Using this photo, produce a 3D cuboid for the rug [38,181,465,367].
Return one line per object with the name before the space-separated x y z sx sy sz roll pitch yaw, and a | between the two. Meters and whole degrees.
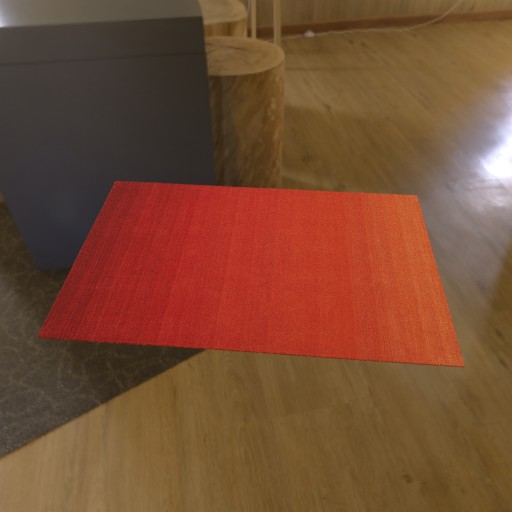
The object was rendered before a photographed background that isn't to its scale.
rug | 0.000 0.000 3.048 2.442 0.010 1.531 3 46 3
